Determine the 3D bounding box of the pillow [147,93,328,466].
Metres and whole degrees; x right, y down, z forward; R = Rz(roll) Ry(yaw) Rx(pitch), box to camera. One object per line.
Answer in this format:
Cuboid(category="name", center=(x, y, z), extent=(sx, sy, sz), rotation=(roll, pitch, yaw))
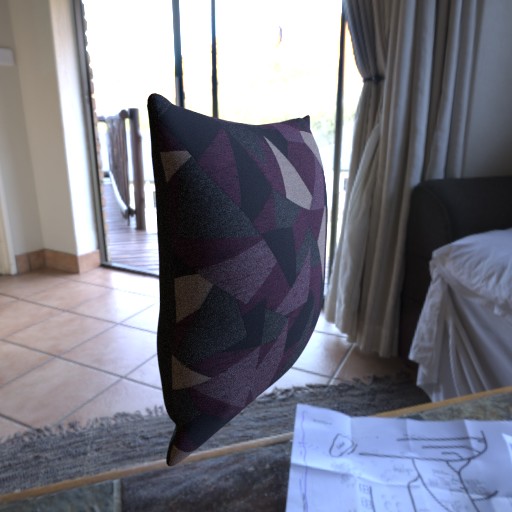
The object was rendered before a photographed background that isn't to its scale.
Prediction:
Cuboid(category="pillow", center=(0.000, 0.000, 0.764), extent=(0.208, 0.496, 0.503), rotation=(8, 17, 27))
